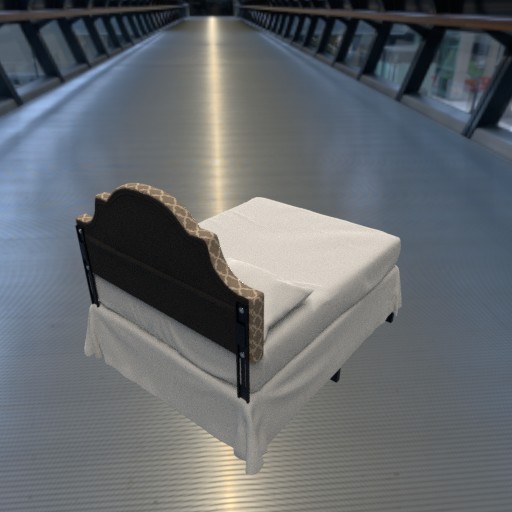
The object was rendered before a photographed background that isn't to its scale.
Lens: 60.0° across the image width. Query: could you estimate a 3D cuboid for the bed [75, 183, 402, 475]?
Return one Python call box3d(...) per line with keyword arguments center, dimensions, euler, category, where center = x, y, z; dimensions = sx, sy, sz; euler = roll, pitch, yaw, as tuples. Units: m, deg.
box3d(center=(0.000, 0.000, 3.422), dimensions=(1.780, 1.633, 2.222), euler=(21, 35, 34), category="bed")
